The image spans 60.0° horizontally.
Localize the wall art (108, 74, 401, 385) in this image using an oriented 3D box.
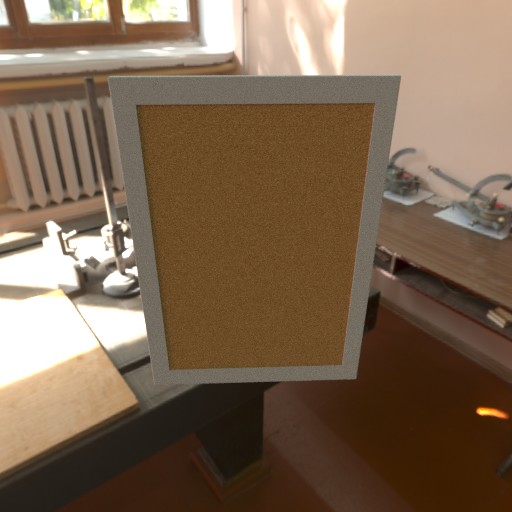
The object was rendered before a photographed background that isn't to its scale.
[{"bbox_3d":[0.000,0.000,0.697,0.374,0.529,0.012,-1,29,-2],"label":"wall art"}]
